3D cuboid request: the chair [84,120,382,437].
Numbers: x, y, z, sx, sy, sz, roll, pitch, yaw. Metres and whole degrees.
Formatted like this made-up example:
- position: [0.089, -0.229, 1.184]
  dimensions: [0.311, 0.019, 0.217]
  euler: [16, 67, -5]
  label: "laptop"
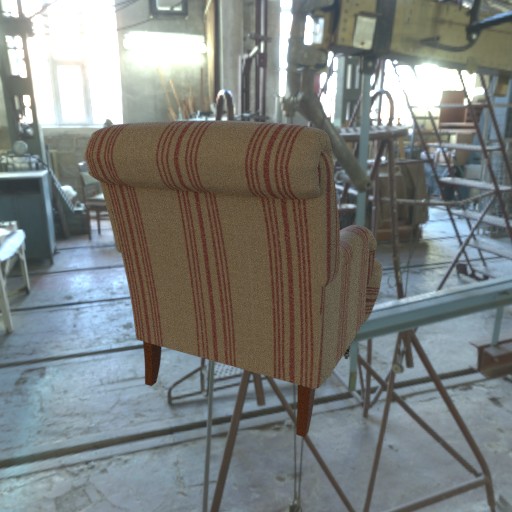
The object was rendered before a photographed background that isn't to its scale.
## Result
- position: [0.000, 0.000, 1.926]
  dimensions: [0.933, 1.123, 1.058]
  euler: [8, 19, 26]
  label: "chair"
